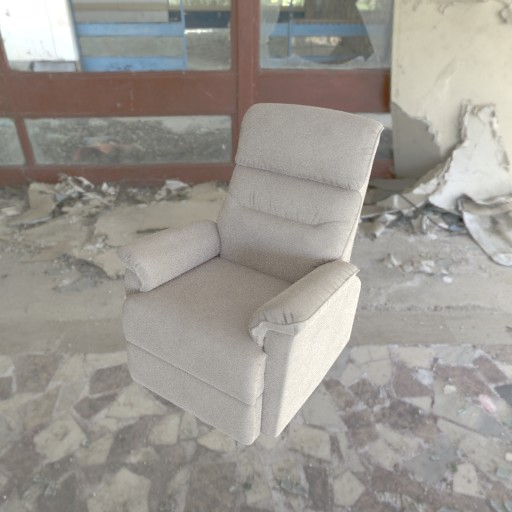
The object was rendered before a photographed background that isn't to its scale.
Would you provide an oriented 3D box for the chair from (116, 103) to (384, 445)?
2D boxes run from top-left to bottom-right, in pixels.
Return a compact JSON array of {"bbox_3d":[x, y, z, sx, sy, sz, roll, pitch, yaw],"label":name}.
[{"bbox_3d":[0.000,0.000,1.813,0.820,1.039,1.001,19,35,28],"label":"chair"}]
